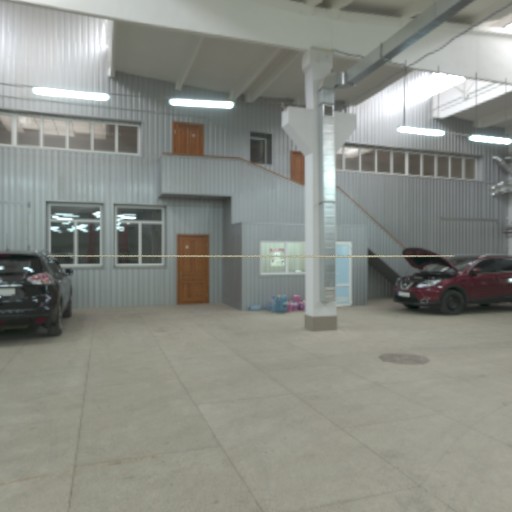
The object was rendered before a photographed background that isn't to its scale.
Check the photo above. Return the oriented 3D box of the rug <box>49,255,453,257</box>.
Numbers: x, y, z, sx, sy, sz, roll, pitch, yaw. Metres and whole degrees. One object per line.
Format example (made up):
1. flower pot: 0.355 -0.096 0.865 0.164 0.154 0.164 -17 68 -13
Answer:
1. rug: 0.000 0.000 4.108 2.977 0.008 2.380 0 0 36
